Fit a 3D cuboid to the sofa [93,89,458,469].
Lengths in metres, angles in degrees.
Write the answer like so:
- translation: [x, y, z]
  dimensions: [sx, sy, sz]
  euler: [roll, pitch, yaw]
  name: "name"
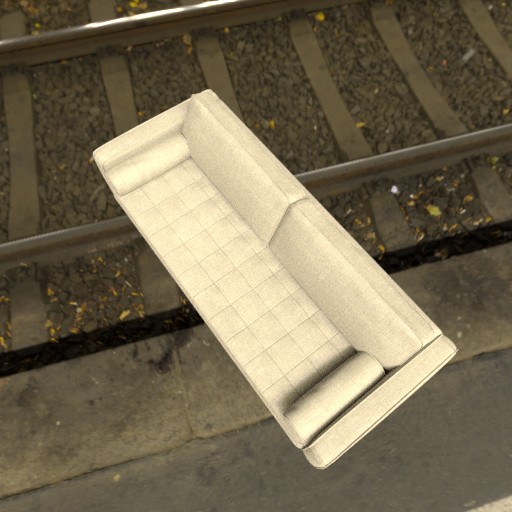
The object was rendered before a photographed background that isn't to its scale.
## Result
- translation: [0.000, 0.000, 2.616]
  dimensions: [0.914, 0.762, 2.211]
  euler: [-34, 69, -15]
  name: "sofa"
